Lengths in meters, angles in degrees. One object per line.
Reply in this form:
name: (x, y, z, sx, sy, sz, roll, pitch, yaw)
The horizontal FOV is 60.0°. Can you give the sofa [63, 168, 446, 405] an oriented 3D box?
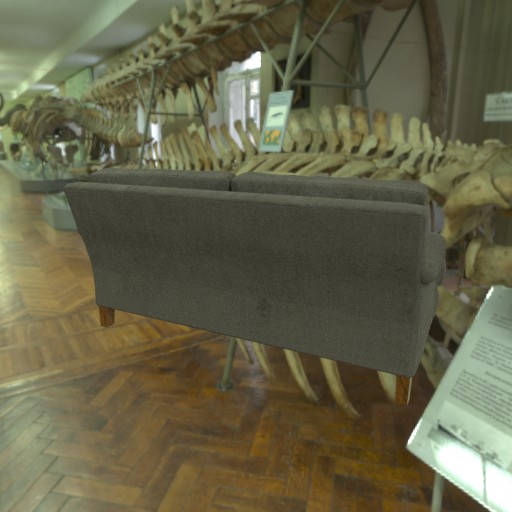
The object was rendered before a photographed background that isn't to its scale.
sofa: (0.000, 0.000, 2.796, 2.165, 1.087, 1.086, 8, 17, 26)
